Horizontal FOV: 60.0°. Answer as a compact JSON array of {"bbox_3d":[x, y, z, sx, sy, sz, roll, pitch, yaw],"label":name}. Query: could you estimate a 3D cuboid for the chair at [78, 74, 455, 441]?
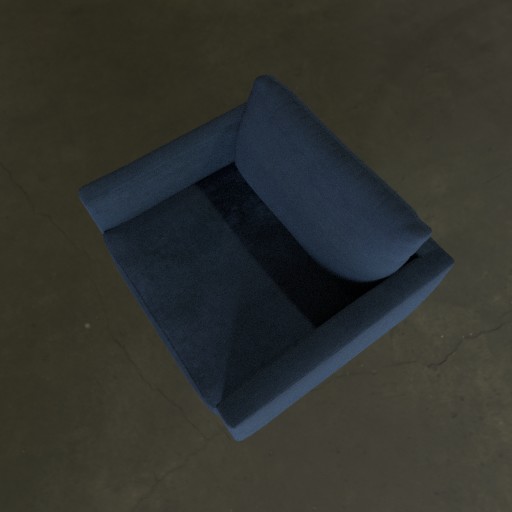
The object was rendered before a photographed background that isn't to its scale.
[{"bbox_3d":[0.000,0.000,1.618,0.875,0.812,0.964,-33,68,-15],"label":"chair"}]
